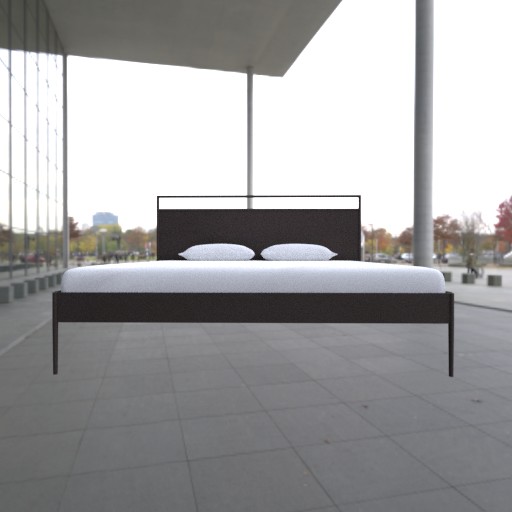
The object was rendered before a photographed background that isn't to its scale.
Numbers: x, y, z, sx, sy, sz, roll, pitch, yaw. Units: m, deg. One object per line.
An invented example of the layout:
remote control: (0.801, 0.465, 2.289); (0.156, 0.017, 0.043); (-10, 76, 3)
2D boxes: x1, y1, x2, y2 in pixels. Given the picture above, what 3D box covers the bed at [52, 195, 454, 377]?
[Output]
bed: (0.000, 0.000, 3.261); (1.993, 1.173, 2.151); (0, 0, 1)
